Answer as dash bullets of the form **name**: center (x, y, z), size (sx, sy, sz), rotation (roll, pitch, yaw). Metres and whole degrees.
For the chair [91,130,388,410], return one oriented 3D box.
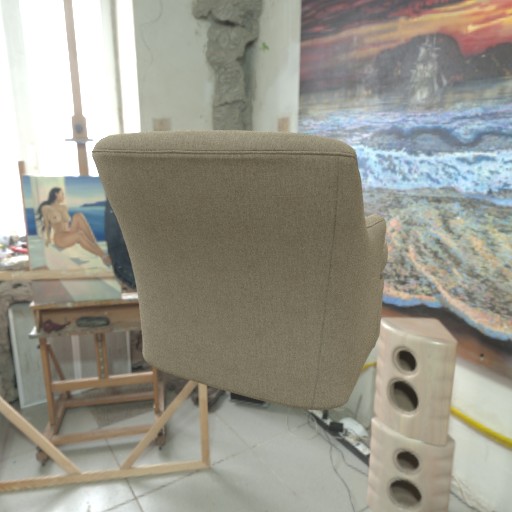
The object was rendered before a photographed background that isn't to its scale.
- **chair**: center (0.000, 0.000, 1.605), size (0.864, 0.856, 0.923), rotation (7, 16, 26)
